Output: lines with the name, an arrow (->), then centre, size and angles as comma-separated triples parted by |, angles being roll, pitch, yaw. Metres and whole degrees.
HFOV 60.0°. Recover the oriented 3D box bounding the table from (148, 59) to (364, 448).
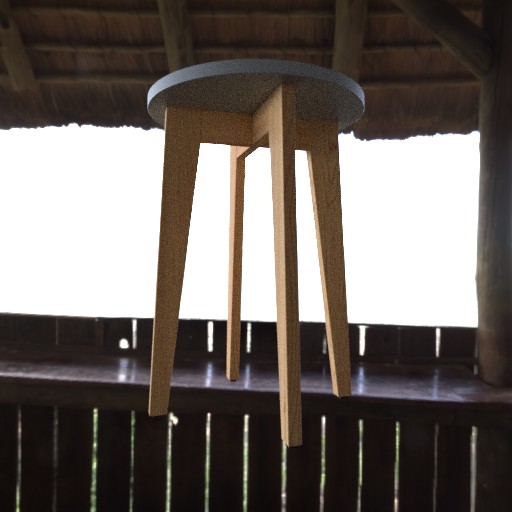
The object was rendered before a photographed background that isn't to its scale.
table -> 0.000, 0.000, 0.736 | 0.350, 0.500, 0.350 | 0, 0, 0
